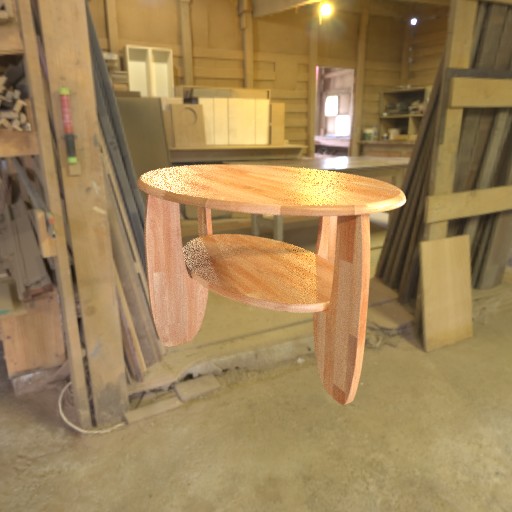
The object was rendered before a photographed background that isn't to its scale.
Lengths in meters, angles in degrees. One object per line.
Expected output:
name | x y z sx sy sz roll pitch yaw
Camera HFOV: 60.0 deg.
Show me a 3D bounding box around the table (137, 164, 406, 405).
table | 0.000 0.000 1.407 0.690 0.490 1.040 -8 18 -25
